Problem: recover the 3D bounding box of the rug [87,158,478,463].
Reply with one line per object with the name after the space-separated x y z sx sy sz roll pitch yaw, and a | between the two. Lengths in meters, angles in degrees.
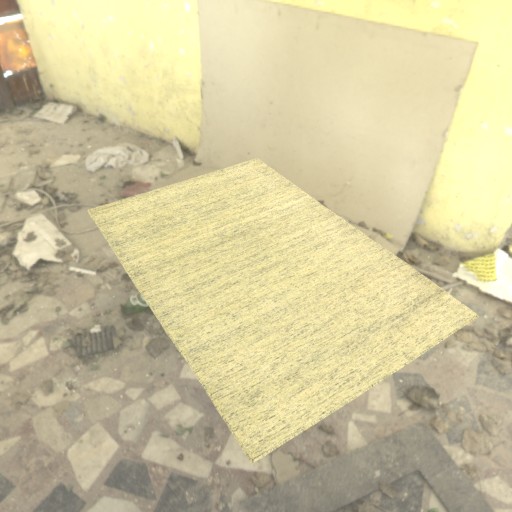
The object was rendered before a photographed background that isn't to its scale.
0.000 0.000 2.884 1.523 0.017 2.263 -23 45 -25 | rug
